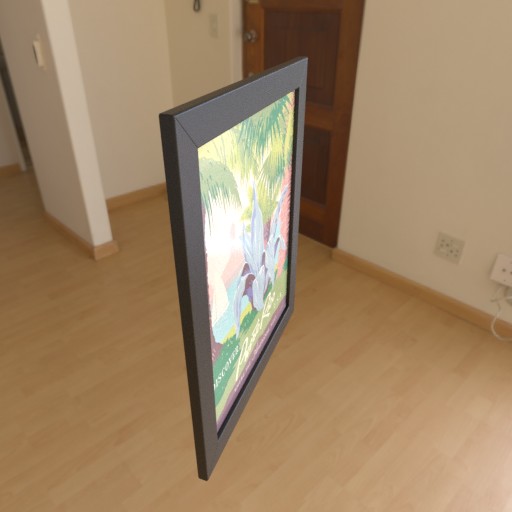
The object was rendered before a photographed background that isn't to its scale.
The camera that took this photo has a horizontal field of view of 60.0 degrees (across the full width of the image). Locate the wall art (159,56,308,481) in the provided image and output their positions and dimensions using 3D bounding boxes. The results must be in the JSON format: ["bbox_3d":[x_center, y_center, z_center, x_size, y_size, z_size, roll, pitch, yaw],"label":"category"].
[{"bbox_3d":[0.000,0.000,0.766,0.018,0.582,0.481,11,32,18],"label":"wall art"}]
